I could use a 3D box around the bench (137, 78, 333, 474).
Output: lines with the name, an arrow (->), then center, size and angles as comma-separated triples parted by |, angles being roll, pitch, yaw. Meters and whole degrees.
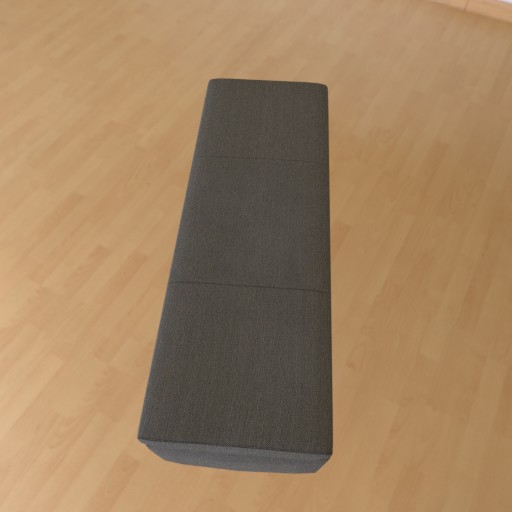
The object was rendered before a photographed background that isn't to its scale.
bench -> 0.000, 0.000, 1.464 | 0.446, 0.438, 1.269 | 4, 59, 2
